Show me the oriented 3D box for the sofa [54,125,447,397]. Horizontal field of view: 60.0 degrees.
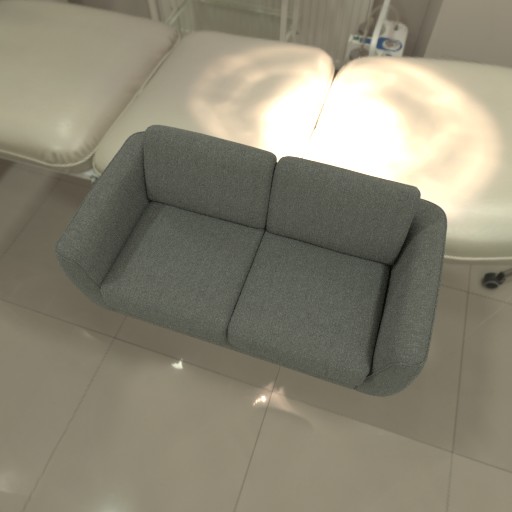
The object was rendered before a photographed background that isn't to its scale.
[{"bbox_3d":[0.000,0.000,2.222,1.700,0.870,0.920,16,59,10],"label":"sofa"}]
